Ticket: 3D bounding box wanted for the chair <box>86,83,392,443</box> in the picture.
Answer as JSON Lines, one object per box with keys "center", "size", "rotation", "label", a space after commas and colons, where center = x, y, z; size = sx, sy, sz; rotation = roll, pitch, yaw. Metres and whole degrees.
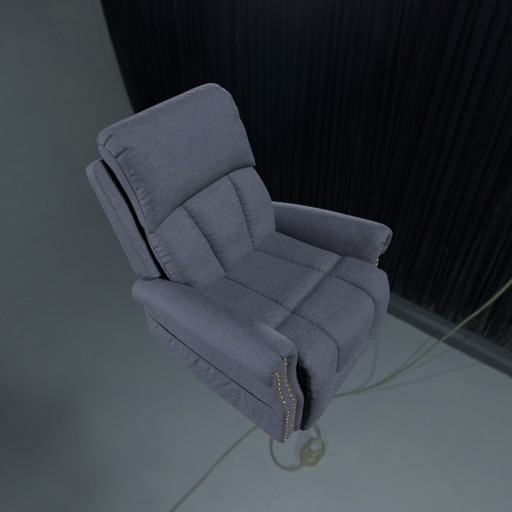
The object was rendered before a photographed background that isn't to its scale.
{"center": [0.000, 0.000, 1.751], "size": [0.979, 1.031, 0.871], "rotation": [27, 48, 27], "label": "chair"}
